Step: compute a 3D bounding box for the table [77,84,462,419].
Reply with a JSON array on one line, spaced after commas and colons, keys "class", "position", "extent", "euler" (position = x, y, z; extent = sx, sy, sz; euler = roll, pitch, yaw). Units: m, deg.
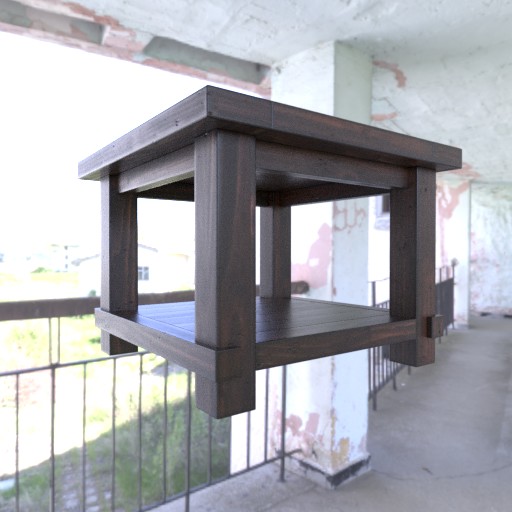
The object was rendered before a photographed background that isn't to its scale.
[{"class": "table", "position": [0.000, 0.000, 0.970], "extent": [0.593, 0.437, 0.606], "euler": [-1, 1, -36]}]
